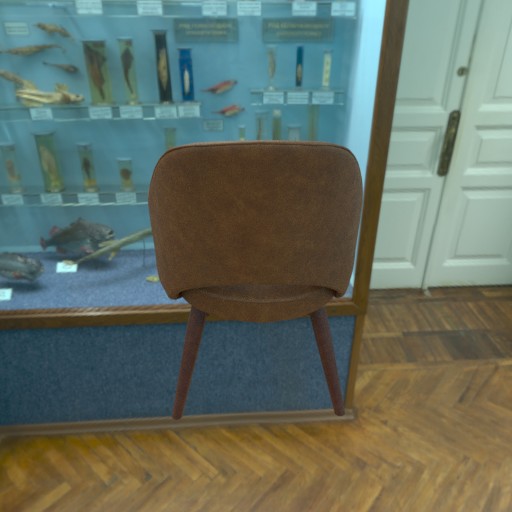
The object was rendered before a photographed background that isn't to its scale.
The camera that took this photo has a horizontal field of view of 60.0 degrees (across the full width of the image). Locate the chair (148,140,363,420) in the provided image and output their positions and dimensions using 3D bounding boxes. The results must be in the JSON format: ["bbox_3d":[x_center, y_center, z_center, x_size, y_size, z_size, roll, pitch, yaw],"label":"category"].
[{"bbox_3d":[0.000,0.000,1.221,0.591,0.777,0.640,-1,28,-1],"label":"chair"}]
